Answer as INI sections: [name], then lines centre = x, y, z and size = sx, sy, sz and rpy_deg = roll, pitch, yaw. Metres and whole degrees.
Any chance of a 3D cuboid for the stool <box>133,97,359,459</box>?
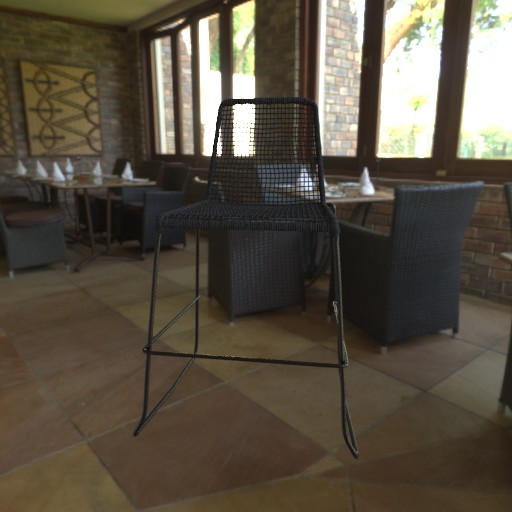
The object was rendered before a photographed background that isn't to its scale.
[stool]
centre = 0.000, 0.000, 1.263
size = 0.590, 0.905, 0.509
rpy_deg = 2, 14, 8
